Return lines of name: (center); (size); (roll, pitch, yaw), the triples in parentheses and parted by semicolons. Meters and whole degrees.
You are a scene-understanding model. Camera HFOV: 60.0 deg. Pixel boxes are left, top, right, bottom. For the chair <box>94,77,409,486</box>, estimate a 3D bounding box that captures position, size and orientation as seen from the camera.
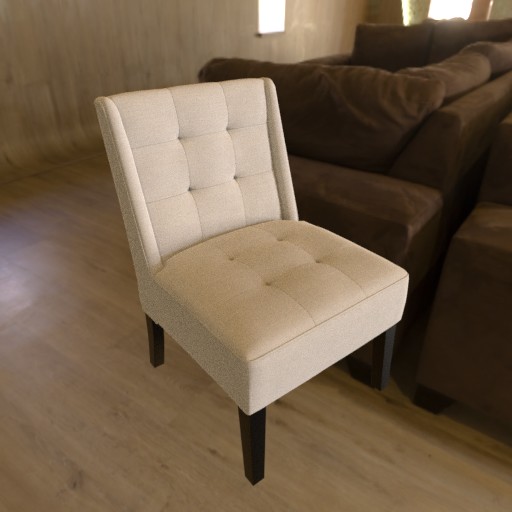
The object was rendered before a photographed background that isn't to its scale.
chair: (0.000, 0.000, 1.263); (0.569, 0.853, 0.676); (-21, 36, -32)
